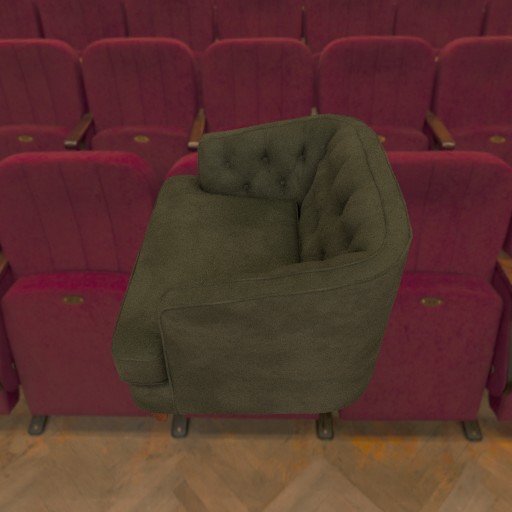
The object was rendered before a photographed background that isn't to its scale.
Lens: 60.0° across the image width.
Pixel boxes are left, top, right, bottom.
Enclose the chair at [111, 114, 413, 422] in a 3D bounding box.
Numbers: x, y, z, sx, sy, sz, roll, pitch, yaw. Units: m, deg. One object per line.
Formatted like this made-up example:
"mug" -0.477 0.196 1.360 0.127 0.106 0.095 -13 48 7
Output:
"chair" 0.000 0.000 1.800 0.941 0.852 1.104 1 41 1
